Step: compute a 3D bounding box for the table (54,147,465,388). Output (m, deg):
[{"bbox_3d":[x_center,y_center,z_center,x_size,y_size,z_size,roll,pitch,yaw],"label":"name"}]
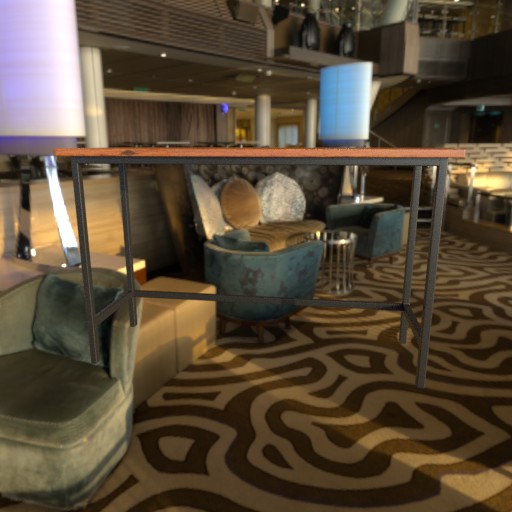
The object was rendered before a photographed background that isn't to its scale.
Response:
[{"bbox_3d":[0.000,0.000,1.566,1.204,0.740,0.408,2,14,8],"label":"table"}]
